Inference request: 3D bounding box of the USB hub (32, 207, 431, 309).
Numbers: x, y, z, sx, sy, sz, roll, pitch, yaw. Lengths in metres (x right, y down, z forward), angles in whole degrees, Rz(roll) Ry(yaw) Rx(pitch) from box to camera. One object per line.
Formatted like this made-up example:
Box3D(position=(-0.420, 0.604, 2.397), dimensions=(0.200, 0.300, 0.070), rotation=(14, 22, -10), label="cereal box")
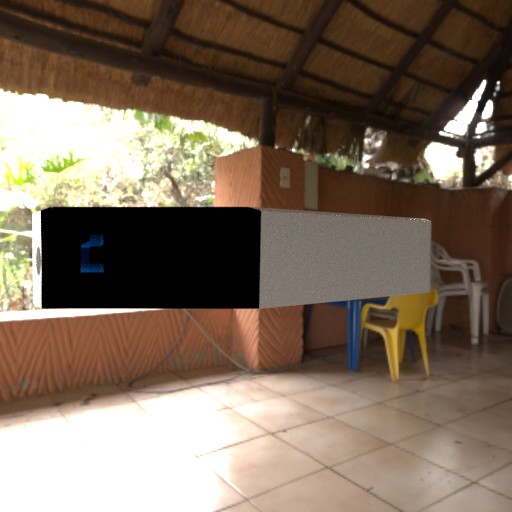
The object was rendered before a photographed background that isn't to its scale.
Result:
Box3D(position=(0.000, 0.000, 0.126), dimensions=(0.110, 0.023, 0.044), rotation=(-1, 1, -36), label="USB hub")
